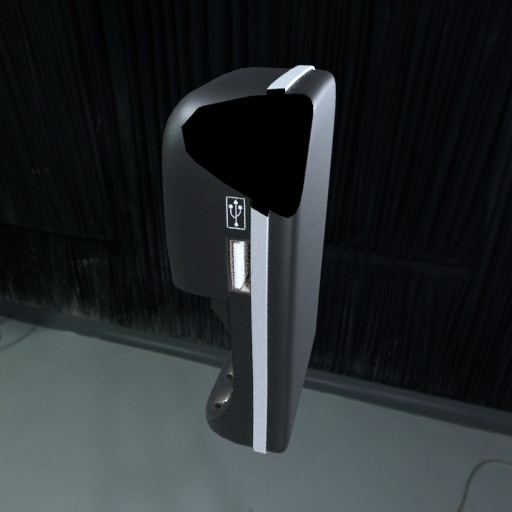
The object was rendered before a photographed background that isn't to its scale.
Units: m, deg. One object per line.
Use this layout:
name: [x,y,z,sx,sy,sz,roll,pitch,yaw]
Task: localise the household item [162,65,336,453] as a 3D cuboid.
household item: [0.000,0.000,0.147,0.038,0.114,0.070,8,31,13]
